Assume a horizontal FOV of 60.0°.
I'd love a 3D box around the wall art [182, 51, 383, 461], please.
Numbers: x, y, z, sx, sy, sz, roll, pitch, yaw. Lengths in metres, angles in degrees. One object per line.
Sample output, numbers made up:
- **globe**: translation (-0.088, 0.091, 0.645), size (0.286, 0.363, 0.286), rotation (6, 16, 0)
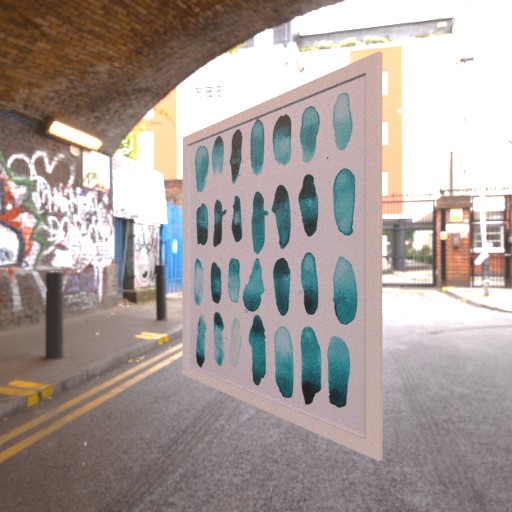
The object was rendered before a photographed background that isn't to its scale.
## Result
- **wall art**: translation (0.000, 0.000, 1.203), size (0.013, 0.813, 0.812), rotation (0, 0, -38)
